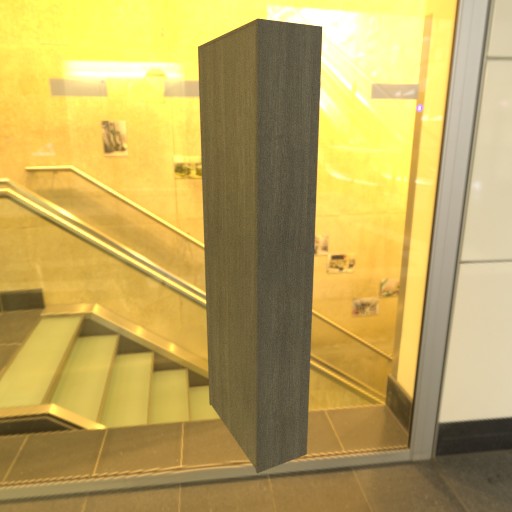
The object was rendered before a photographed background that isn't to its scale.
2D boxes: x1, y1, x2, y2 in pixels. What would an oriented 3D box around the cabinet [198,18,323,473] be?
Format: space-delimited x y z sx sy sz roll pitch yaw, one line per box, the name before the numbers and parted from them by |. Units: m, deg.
cabinet | 0.000 0.000 1.815 0.255 1.630 0.520 -8 18 -26
